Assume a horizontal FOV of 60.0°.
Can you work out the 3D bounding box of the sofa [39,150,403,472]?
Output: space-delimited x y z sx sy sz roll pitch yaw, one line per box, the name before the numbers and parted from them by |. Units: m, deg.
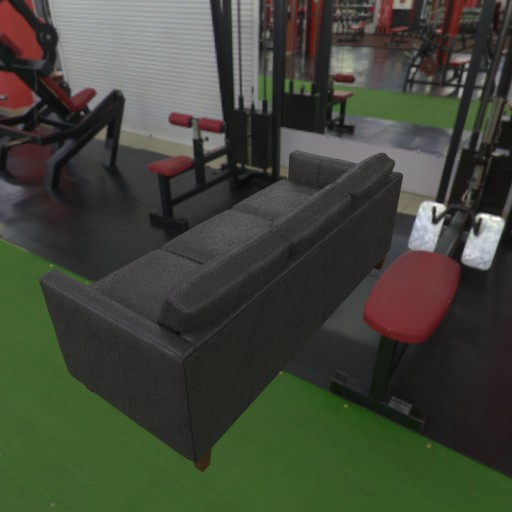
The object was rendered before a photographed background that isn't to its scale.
sofa | 0.000 0.000 2.952 1.045 1.006 2.464 20 37 30
